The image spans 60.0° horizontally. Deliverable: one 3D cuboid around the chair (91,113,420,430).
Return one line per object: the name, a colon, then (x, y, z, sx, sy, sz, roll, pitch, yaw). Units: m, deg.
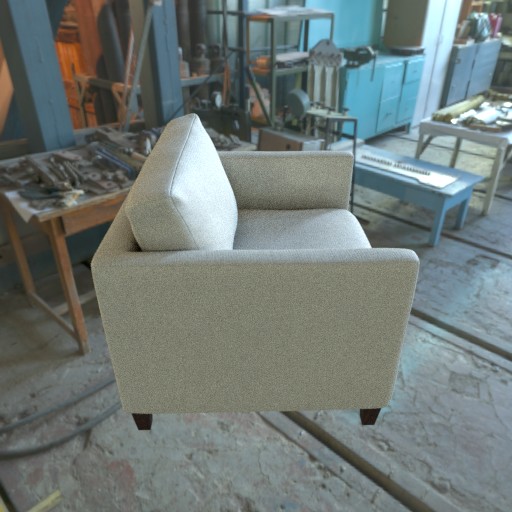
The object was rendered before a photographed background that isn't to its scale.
chair: (0.000, 0.000, 1.751, 0.959, 0.919, 0.996, -1, 31, -1)
